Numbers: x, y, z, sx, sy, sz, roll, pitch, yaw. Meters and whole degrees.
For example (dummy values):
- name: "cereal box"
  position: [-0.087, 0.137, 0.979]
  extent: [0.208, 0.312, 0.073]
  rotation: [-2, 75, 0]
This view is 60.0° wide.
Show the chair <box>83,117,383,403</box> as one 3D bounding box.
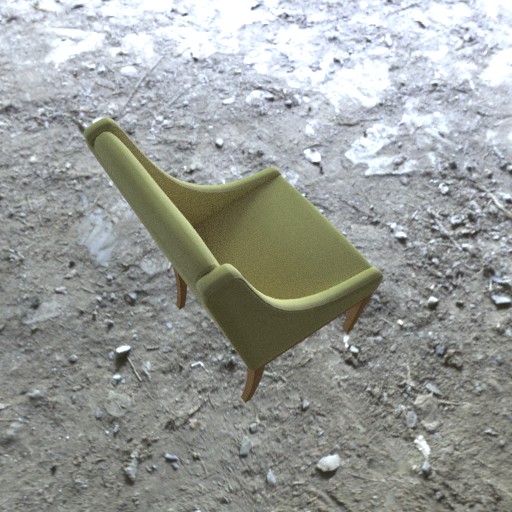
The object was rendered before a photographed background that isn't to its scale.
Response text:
- name: "chair"
  position: [0.000, 0.000, 1.417]
  extent: [0.611, 1.021, 0.575]
  rotation: [-32, 64, -18]
